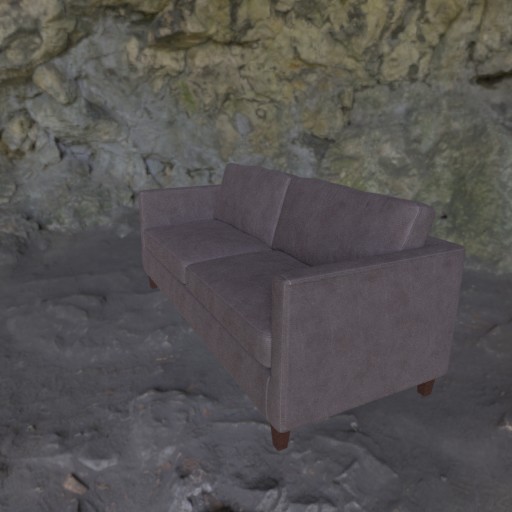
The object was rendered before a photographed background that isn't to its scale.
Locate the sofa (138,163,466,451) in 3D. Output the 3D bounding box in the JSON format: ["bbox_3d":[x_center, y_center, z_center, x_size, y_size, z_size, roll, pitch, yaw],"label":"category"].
[{"bbox_3d":[0.000,0.000,2.706,0.951,0.965,2.208,-9,19,-26],"label":"sofa"}]
